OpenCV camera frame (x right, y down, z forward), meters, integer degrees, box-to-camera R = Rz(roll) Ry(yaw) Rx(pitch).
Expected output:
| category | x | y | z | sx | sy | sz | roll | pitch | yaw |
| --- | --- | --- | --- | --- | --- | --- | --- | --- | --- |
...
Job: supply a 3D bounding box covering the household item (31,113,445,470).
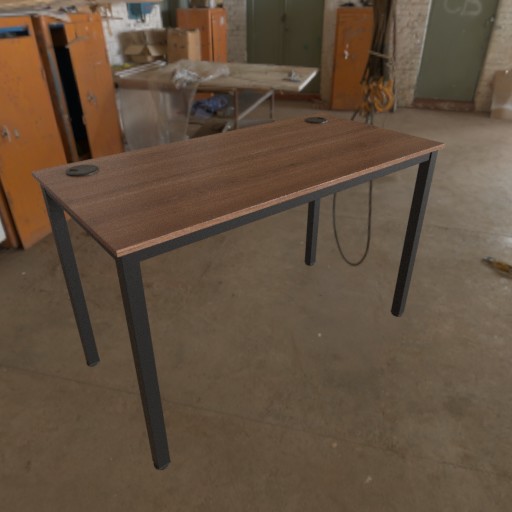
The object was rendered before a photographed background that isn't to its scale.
| category | x | y | z | sx | sy | sz | roll | pitch | yaw |
| --- | --- | --- | --- | --- | --- | --- | --- | --- | --- |
| household item | 0.000 | 0.000 | 1.601 | 1.200 | 0.750 | 0.600 | -22 | 37 | -33 |
